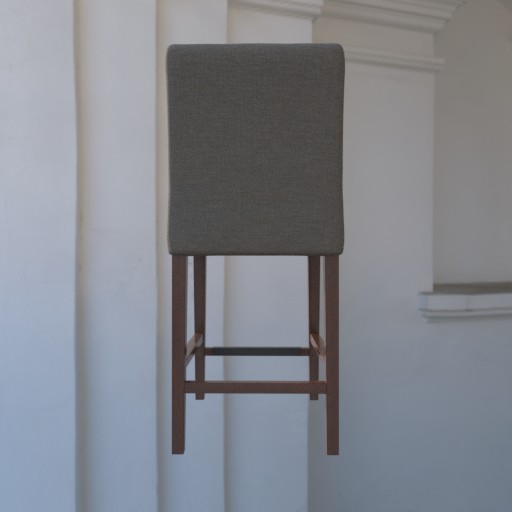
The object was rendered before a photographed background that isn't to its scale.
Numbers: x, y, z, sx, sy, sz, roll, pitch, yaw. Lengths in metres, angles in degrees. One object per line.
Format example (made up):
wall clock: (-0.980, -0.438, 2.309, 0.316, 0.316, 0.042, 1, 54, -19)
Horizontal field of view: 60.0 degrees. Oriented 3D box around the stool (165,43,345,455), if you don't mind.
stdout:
stool: (0.000, 0.000, 1.277, 0.470, 0.981, 0.577, 0, 0, 1)
